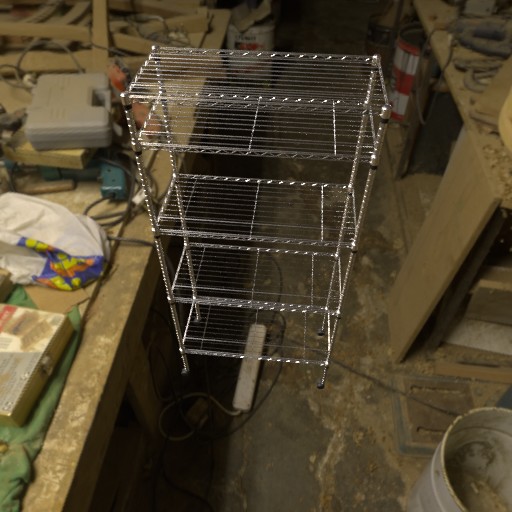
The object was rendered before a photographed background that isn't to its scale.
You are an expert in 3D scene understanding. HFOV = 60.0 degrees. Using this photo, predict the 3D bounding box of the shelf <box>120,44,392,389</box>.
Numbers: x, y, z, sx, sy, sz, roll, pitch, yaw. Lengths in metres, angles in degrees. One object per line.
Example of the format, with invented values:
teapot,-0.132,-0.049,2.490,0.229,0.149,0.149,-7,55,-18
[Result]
shelf,0.000,0.000,1.892,0.762,1.587,0.356,4,47,4
